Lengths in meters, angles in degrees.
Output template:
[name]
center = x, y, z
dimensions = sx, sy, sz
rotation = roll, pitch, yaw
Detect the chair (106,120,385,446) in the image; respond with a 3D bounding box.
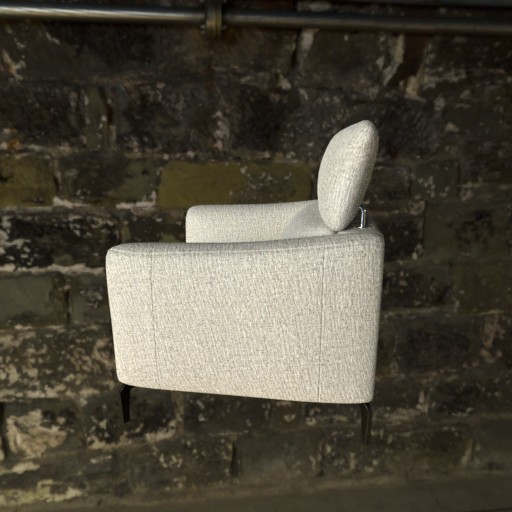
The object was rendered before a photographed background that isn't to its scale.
[chair]
center = 0.000, 0.000, 1.699
dimensions = 0.835, 0.967, 0.972
rotation = 2, 15, 8
